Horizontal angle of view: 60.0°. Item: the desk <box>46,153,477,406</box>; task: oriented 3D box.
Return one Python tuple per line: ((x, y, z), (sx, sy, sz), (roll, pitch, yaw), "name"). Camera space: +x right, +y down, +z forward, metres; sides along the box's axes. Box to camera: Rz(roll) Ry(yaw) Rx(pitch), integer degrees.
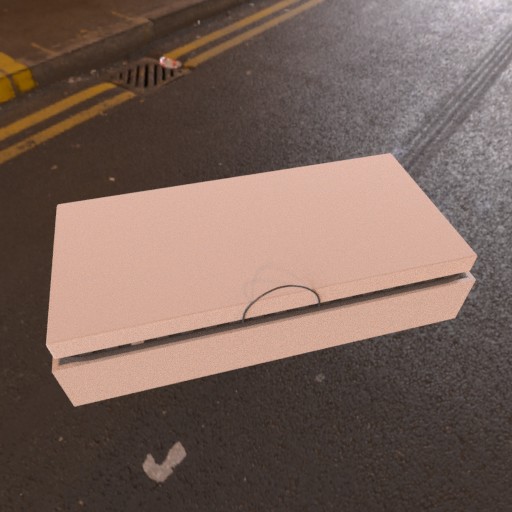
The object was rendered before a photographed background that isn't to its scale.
((0.000, 0.000, 2.244), (1.900, 0.526, 0.900), (-11, 47, -10), "desk")
